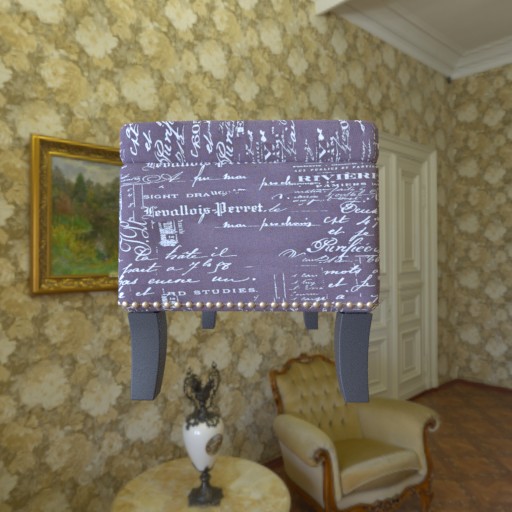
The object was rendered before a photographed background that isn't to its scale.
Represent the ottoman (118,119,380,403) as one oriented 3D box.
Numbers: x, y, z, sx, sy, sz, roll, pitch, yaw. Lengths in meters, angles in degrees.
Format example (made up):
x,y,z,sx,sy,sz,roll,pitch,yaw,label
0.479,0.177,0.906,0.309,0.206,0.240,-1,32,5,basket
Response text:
x,y,z,sx,sy,sz,roll,pitch,yaw,label
0.000,0.000,1.065,0.406,0.457,0.813,0,-1,2,ottoman
